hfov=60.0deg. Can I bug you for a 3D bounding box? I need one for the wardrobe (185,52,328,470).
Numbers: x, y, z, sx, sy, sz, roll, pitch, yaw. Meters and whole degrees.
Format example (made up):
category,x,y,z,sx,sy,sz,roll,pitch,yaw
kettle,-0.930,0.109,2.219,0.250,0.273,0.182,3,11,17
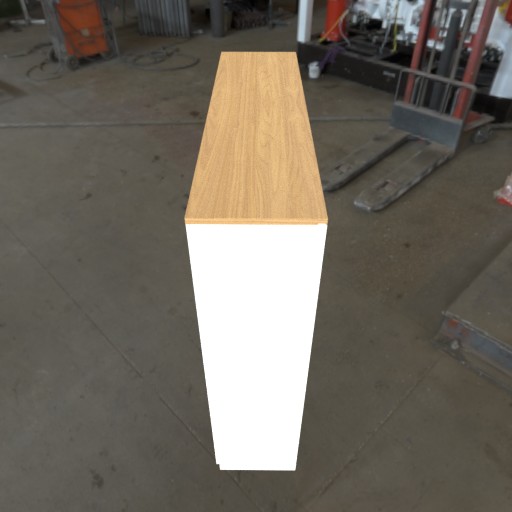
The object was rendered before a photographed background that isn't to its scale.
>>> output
category,x,y,z,sx,sy,sz,roll,pitch,yaw
wardrobe,0.000,0.000,3.313,0.590,2.260,2.160,0,41,0
